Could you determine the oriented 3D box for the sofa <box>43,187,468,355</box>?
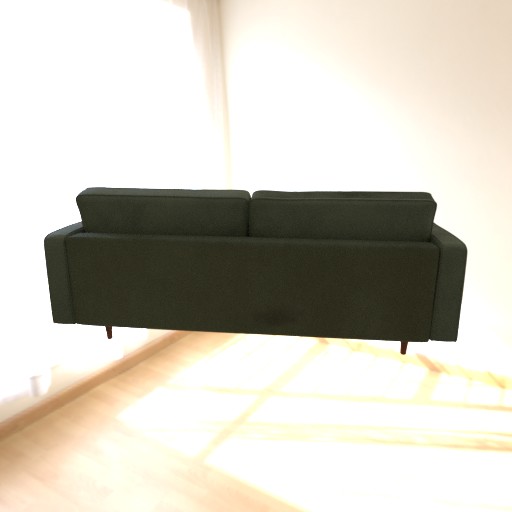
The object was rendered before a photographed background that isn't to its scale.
[{"bbox_3d":[0.000,0.000,2.378,1.880,0.772,0.916,2,16,6],"label":"sofa"}]
